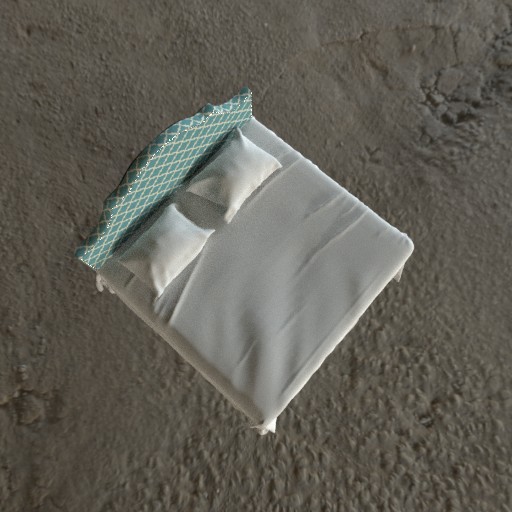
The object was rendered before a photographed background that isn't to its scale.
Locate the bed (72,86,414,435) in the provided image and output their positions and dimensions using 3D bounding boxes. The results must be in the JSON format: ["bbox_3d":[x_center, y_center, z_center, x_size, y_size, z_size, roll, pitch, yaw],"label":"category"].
[{"bbox_3d":[0.000,0.000,3.786,2.222,1.601,2.314,41,78,10],"label":"bed"}]
